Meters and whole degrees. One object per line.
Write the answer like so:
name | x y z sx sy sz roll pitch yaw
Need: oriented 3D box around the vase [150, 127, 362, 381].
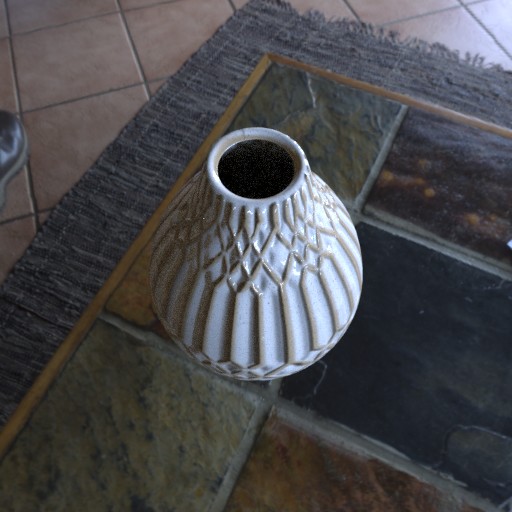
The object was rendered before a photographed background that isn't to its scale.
vase | 0.000 0.000 0.317 0.159 0.200 0.159 0 61 0
